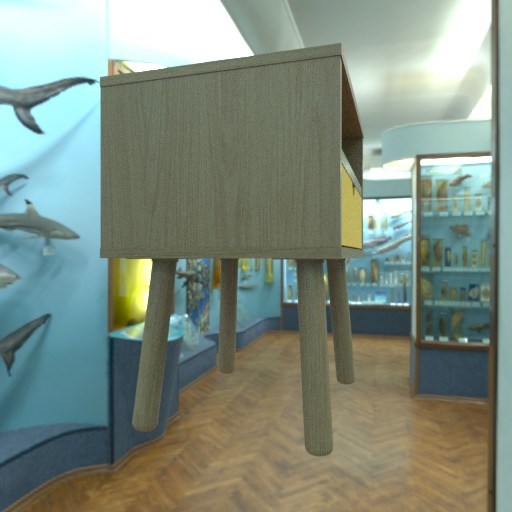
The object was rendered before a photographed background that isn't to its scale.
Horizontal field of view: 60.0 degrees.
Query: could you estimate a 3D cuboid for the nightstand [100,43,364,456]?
[{"bbox_3d":[0.000,0.000,0.864,0.380,0.571,0.450,0,0,17],"label":"nightstand"}]
